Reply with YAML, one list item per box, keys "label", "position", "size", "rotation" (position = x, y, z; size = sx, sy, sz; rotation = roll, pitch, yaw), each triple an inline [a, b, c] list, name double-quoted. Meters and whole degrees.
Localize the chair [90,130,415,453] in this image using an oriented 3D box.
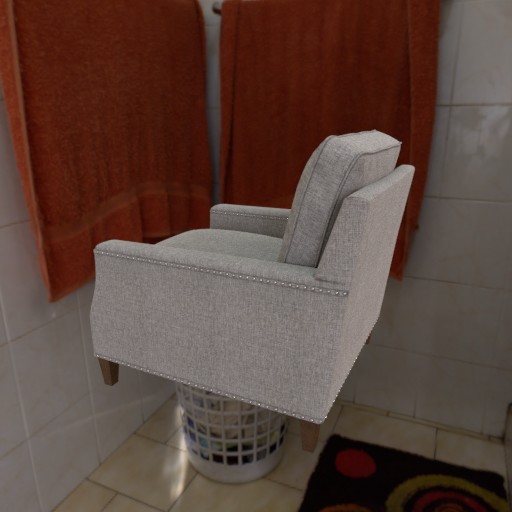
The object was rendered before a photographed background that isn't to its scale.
- label: "chair"
  position: [0.000, 0.000, 1.730]
  size: [1.014, 0.943, 0.853]
  rotation: [8, 19, 25]
